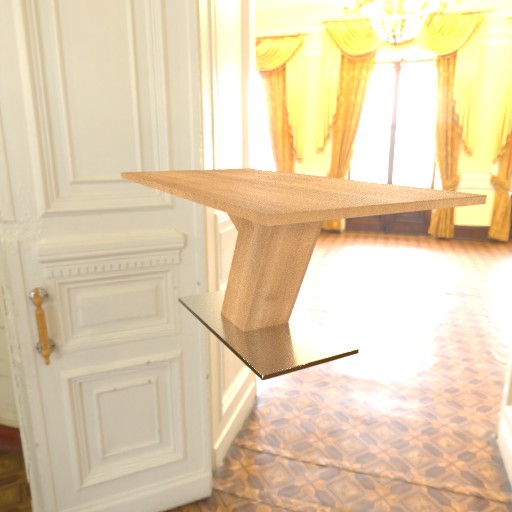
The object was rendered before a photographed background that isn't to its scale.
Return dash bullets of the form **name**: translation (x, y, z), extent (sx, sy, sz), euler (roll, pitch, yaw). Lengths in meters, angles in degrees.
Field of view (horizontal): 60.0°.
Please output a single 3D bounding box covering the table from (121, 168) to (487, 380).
- **table**: translation (0.000, 0.000, 2.233), extent (0.900, 0.750, 1.800), euler (-8, 17, -27)
